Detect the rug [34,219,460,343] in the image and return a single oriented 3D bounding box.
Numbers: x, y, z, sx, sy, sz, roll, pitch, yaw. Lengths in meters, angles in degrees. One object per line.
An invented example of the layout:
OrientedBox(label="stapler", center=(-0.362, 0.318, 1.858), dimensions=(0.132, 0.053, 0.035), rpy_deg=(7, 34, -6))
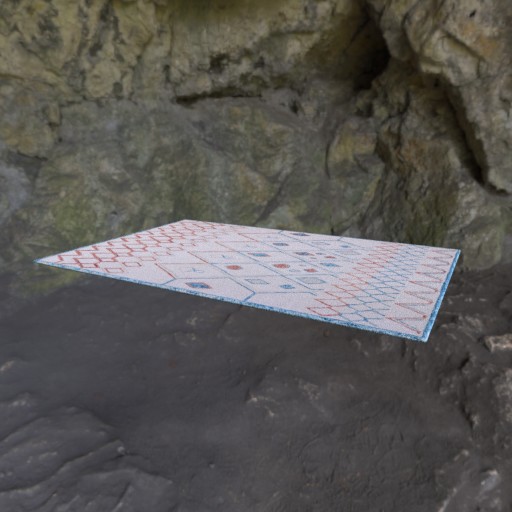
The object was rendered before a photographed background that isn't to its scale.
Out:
OrientedBox(label="rug", center=(0.000, 0.000, 2.274), dimensions=(1.829, 0.016, 1.219), rpy_deg=(8, 17, 27))
